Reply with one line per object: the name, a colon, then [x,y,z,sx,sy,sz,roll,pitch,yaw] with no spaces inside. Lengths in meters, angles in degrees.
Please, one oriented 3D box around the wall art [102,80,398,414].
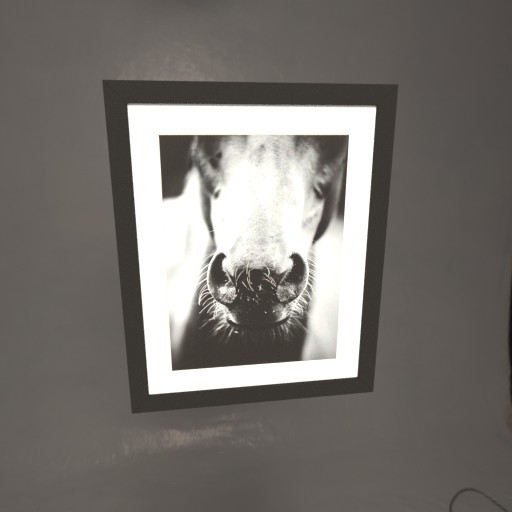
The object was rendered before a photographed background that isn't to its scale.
wall art: [0.000,0.000,0.554,0.329,0.404,0.024,-2,16,-8]
